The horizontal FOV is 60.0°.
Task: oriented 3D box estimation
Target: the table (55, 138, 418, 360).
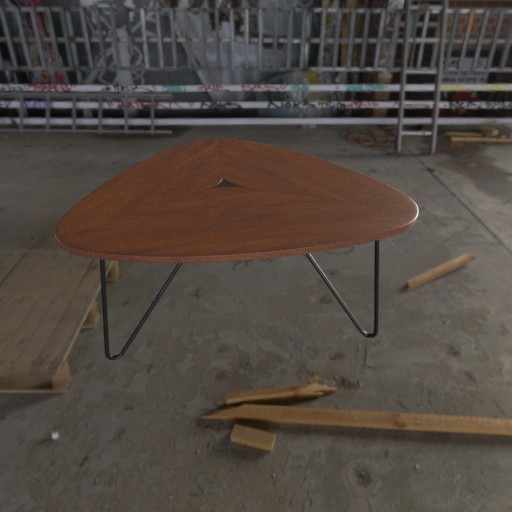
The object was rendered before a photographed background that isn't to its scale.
[{"bbox_3d":[0.000,0.000,1.280,0.821,0.413,0.833,10,32,16],"label":"table"}]
